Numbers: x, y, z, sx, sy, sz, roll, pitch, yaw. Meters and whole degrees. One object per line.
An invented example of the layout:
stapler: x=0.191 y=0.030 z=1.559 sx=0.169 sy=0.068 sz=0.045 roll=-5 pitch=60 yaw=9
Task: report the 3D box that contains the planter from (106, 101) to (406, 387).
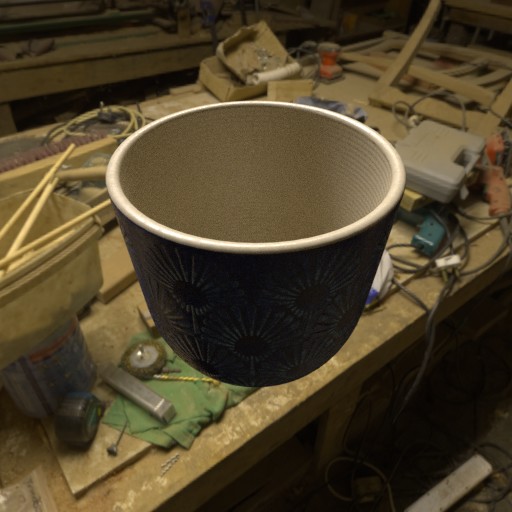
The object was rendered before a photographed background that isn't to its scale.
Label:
planter: x=0.000 y=0.000 z=0.306 sx=0.170 sy=0.153 sz=0.170 roll=0 pitch=41 yaw=0
